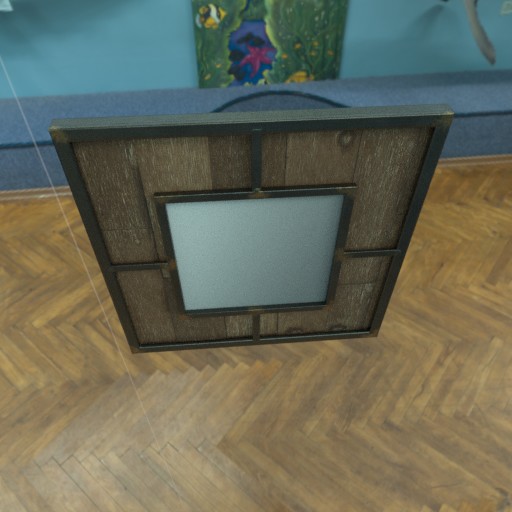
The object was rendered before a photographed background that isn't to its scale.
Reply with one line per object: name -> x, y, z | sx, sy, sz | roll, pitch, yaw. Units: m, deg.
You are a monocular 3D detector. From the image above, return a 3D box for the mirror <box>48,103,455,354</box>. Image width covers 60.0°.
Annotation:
mirror -> 0.000, 0.000, 0.556 | 0.382, 0.381, 0.020 | -3, 46, -3
